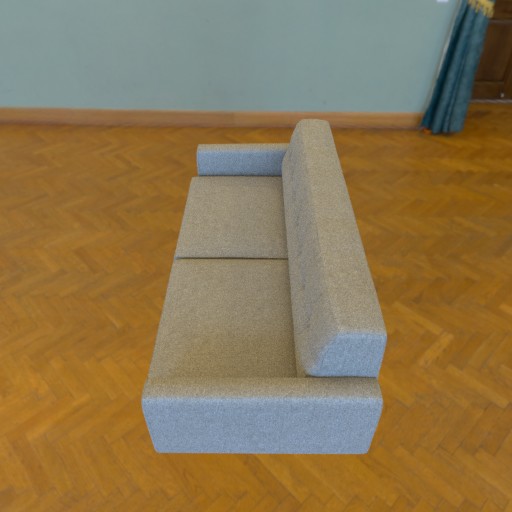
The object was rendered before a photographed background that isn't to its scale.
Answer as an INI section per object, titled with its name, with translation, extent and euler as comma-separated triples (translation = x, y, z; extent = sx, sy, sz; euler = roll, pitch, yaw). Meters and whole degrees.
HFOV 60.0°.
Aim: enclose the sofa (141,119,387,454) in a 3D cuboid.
[sofa]
translation = 0.000, 0.000, 2.512
extent = 0.968, 0.873, 2.055
euler = 0, 41, 0
